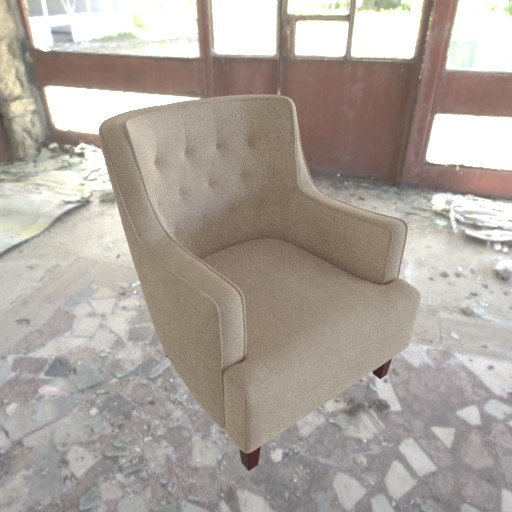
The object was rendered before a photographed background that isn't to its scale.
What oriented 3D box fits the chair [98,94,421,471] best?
[{"bbox_3d":[0.000,0.000,1.557,0.781,0.920,0.910,-21,37,-31],"label":"chair"}]
